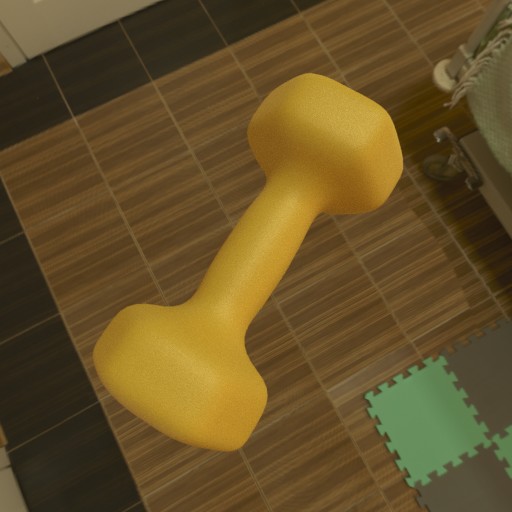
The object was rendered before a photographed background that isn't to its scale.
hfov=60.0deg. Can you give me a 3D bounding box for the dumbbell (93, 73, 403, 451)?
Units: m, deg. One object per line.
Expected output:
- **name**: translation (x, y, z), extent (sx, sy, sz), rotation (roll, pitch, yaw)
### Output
- **dumbbell**: translation (0.000, 0.000, 0.235), extent (0.090, 0.082, 0.190), rotation (32, 78, 7)
